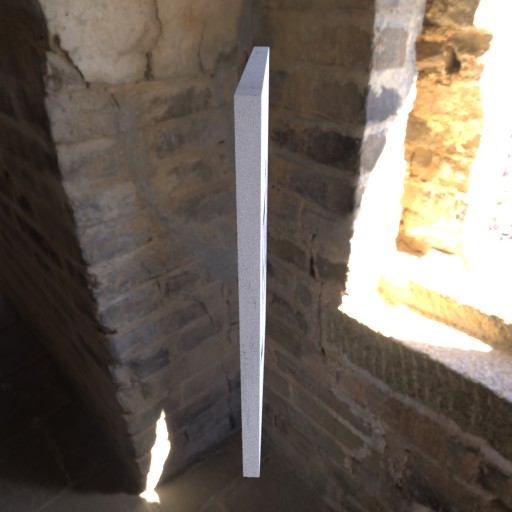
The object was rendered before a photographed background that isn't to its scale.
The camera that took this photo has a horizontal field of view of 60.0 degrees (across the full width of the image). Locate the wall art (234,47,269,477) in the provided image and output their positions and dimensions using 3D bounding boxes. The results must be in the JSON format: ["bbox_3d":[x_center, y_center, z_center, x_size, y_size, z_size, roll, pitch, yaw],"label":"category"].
[{"bbox_3d":[0.000,0.000,1.138,0.043,0.914,0.624,1,31,2],"label":"wall art"}]
